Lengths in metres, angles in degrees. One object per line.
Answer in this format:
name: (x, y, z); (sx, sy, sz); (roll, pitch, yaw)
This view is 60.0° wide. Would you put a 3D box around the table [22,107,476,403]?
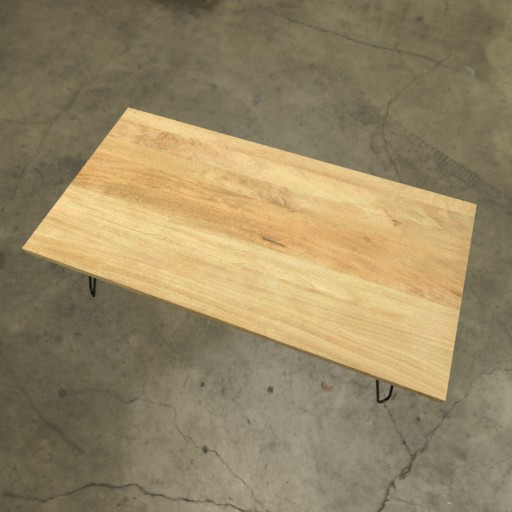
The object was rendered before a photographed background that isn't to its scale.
table: (0.000, 0.000, 1.642); (1.348, 0.400, 0.699); (18, 61, 10)
